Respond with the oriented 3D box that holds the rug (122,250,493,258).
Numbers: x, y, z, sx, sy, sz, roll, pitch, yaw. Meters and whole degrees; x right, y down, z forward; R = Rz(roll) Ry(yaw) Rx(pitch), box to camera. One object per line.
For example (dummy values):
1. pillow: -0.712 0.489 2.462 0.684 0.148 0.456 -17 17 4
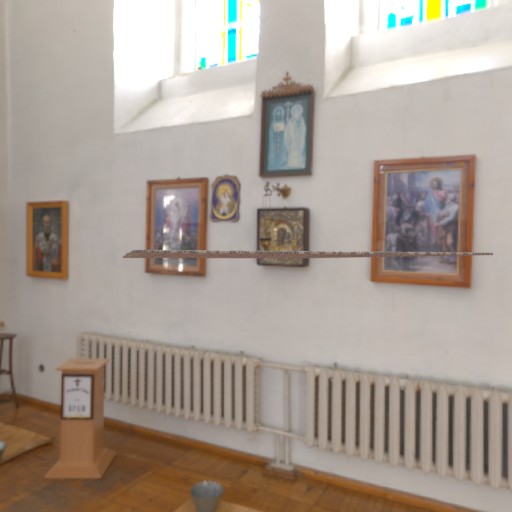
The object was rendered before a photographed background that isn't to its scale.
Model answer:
1. rug: 0.000 0.000 2.947 1.676 0.013 2.261 0 -1 -17
